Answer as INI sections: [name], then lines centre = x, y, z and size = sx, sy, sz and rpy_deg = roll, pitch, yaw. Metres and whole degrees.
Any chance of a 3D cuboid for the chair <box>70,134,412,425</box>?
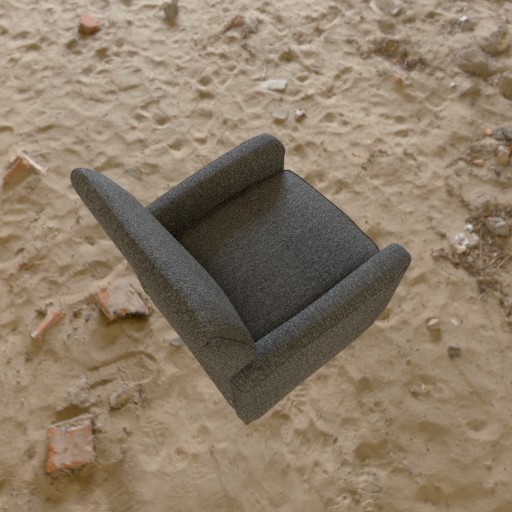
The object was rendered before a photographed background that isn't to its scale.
[chair]
centre = 0.000, 0.000, 1.659
size = 0.864, 1.014, 0.848
rpy_deg = -34, 64, -19
